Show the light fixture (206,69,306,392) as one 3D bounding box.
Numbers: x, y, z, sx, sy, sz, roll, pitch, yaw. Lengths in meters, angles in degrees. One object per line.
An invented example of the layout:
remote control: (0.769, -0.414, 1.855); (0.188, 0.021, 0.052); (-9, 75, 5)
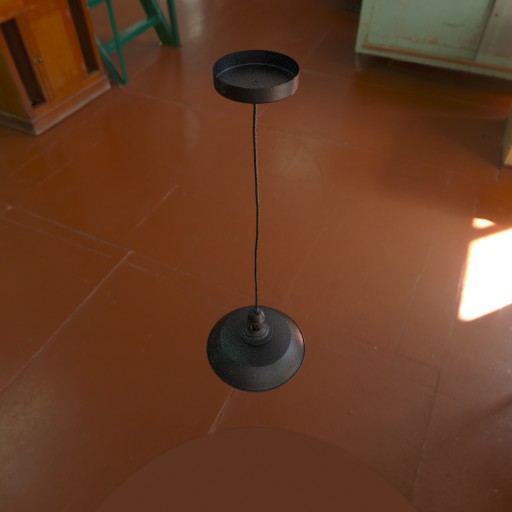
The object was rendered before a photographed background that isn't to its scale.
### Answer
light fixture: (0.000, 0.000, 1.160); (0.331, 0.993, 0.331); (-23, 51, -20)
